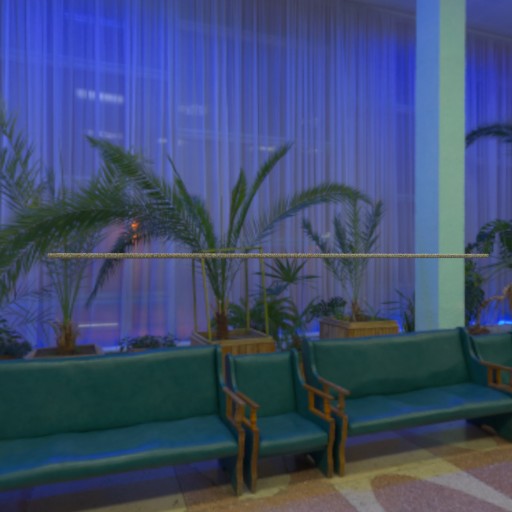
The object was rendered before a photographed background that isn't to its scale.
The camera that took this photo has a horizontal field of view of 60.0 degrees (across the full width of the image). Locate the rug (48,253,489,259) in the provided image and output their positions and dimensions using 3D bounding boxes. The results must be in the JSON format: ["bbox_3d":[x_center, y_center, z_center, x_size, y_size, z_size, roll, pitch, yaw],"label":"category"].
[{"bbox_3d":[0.000,0.000,3.415,2.699,0.025,1.800,0,0,-18],"label":"rug"}]
